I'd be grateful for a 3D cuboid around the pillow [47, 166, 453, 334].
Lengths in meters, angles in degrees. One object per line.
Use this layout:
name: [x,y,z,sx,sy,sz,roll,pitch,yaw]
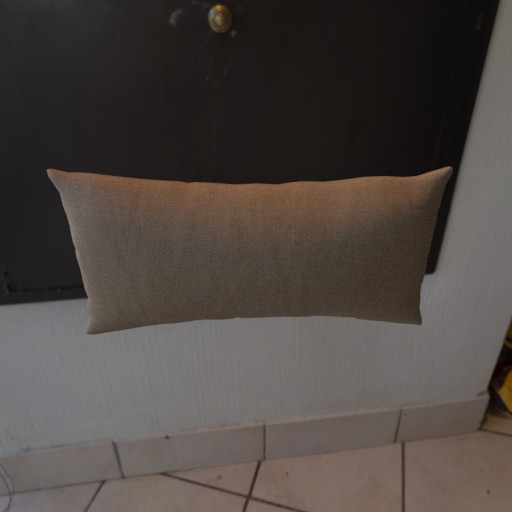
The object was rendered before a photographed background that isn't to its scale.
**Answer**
pillow: [0.000,0.000,0.731,0.612,0.308,0.148,-1,31,-2]
